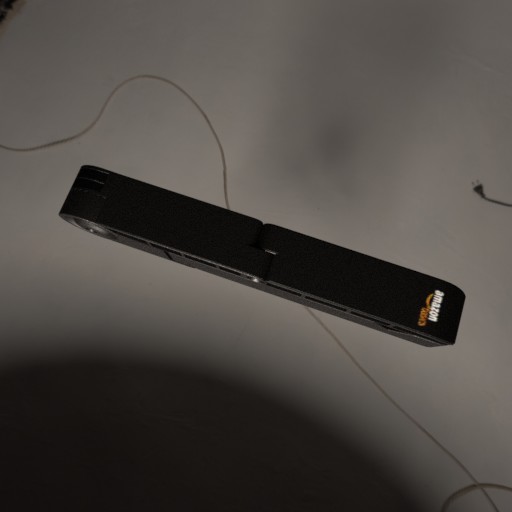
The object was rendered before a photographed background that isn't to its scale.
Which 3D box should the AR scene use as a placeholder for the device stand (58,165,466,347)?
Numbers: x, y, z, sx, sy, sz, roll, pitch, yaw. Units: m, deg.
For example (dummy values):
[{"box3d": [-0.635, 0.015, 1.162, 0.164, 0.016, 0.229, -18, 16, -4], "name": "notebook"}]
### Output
[{"box3d": [0.000, 0.000, 0.197, 0.179, 0.030, 0.026, 19, 77, 5], "name": "device stand"}]
